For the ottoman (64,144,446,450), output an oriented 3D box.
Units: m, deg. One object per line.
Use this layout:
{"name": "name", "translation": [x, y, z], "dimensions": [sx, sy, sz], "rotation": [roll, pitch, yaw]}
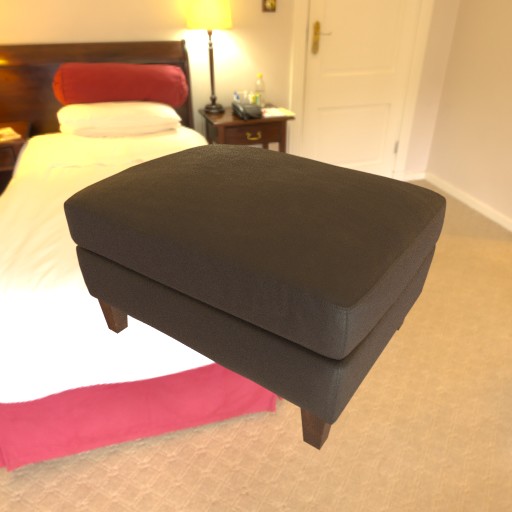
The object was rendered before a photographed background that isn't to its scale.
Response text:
{"name": "ottoman", "translation": [0.000, 0.000, 1.294], "dimensions": [0.887, 0.529, 0.659], "rotation": [20, 36, 30]}
